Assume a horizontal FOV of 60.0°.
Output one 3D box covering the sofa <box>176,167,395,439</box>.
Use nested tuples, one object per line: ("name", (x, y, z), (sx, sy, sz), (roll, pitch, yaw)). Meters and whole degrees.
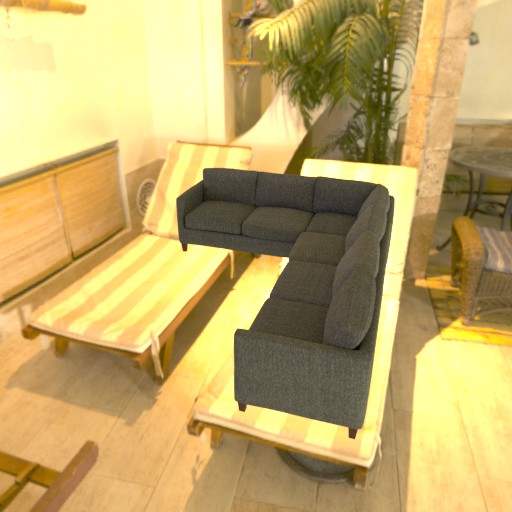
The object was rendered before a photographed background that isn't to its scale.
("sofa", (0.000, 0.000, 4.531), (2.593, 0.947, 3.302), (8, 28, 16))
